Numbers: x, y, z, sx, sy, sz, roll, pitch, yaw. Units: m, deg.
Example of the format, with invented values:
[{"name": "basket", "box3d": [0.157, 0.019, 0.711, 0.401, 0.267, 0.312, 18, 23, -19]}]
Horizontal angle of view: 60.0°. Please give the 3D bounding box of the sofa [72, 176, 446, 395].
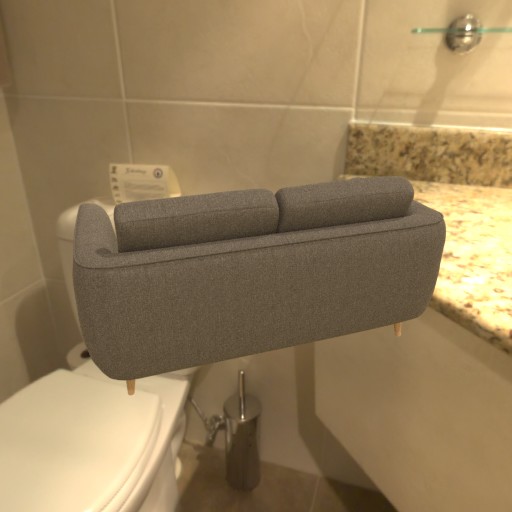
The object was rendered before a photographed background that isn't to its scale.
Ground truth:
[{"name": "sofa", "box3d": [0.000, 0.000, 2.256, 1.700, 0.870, 0.920, -8, 26, -17]}]
